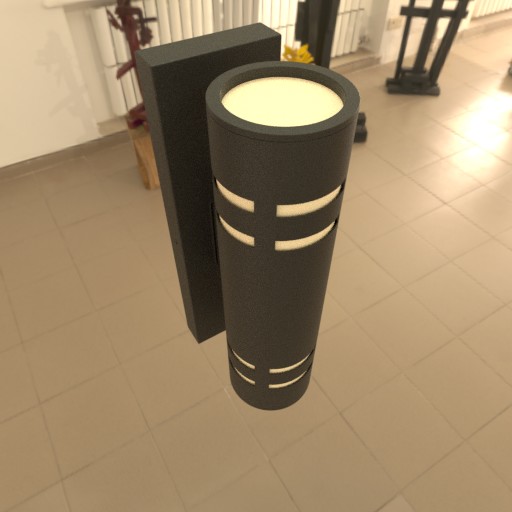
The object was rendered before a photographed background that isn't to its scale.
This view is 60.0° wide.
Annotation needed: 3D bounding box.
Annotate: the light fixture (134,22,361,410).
[{"bbox_3d":[0.000,0.000,0.397,0.105,0.330,0.149,-24,51,-21],"label":"light fixture"}]
